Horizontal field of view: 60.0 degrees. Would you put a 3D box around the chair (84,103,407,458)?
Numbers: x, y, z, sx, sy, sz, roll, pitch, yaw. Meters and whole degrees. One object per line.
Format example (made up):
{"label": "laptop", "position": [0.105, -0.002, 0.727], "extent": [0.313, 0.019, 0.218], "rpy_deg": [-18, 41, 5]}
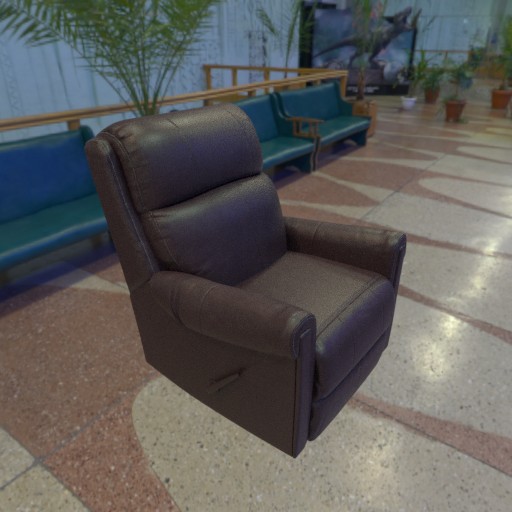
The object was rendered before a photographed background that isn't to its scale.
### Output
{"label": "chair", "position": [0.000, 0.000, 1.764], "extent": [1.014, 1.054, 0.838], "rpy_deg": [19, 32, 33]}
